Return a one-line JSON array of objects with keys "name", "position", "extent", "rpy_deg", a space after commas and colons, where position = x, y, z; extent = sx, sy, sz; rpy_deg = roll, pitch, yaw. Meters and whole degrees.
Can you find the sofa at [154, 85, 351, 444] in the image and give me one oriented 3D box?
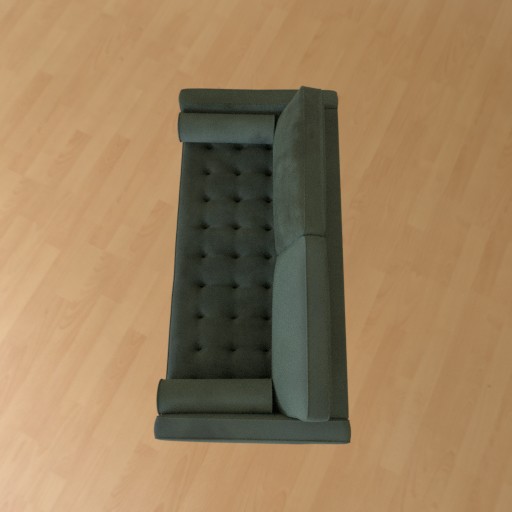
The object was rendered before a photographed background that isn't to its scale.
[{"name": "sofa", "position": [0.000, 0.000, 2.423], "extent": [0.916, 0.772, 1.880], "rpy_deg": [1, 74, 0]}]
